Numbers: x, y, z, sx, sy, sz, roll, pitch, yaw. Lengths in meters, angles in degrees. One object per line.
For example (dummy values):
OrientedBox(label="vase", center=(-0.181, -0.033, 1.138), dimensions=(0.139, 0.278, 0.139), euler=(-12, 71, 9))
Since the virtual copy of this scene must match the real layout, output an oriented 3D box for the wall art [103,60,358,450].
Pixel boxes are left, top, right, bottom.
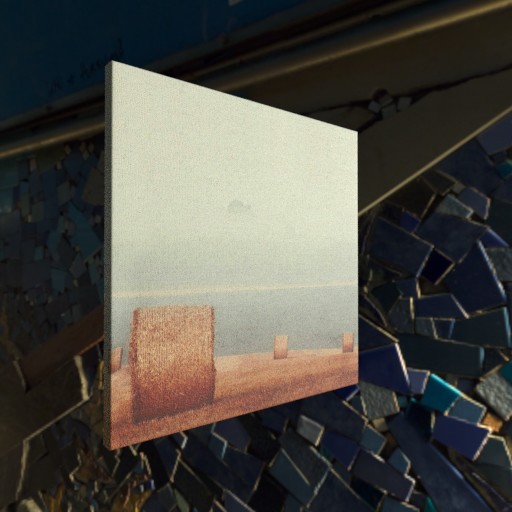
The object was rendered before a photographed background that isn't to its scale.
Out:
OrientedBox(label="wall art", center=(0.000, 0.000, 0.889), dimensions=(0.605, 0.605, 0.034), euler=(1, -1, -39))
